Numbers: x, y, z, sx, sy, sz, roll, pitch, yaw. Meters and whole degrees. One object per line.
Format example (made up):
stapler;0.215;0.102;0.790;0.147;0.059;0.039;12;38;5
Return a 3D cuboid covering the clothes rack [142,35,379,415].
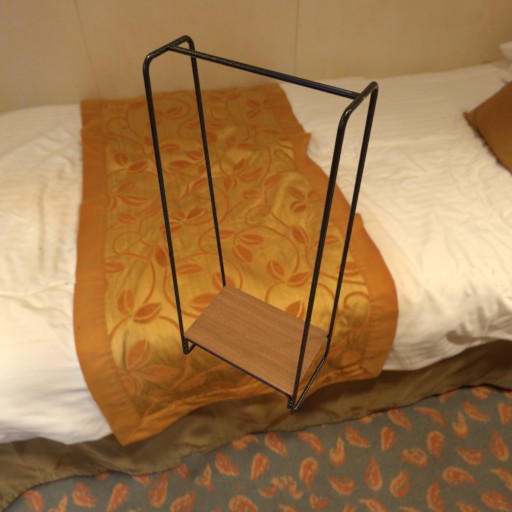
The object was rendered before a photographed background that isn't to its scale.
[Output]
clothes rack;0.000;0.000;1.758;0.640;1.500;0.400;24;51;21
